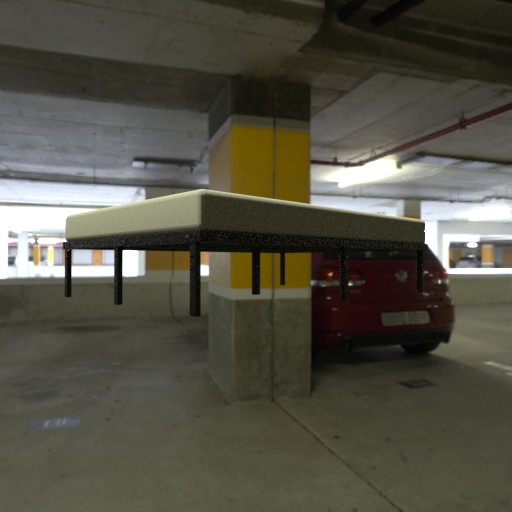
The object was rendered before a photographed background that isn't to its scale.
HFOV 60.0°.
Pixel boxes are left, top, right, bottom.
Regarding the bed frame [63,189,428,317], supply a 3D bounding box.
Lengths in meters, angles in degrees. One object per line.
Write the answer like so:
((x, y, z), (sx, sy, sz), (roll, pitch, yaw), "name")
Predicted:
((0.000, 0.000, 3.900), (2.842, 0.680, 2.205), (1, -1, -37), "bed frame")
